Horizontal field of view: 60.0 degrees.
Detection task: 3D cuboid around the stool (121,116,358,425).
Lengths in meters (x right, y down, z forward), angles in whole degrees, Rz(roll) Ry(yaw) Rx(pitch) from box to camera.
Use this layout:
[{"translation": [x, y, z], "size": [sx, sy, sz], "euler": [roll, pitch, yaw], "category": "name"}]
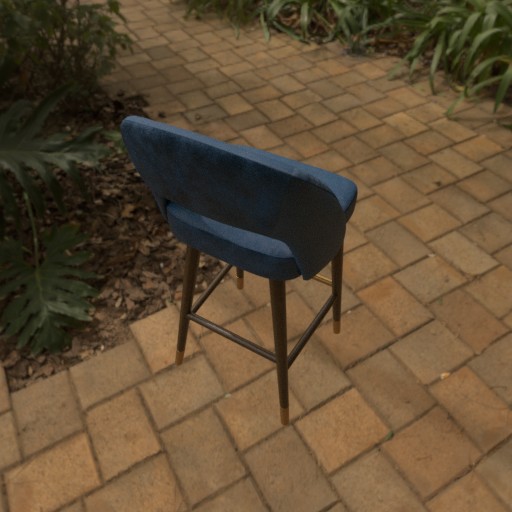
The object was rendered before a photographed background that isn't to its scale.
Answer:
[{"translation": [0.000, 0.000, 1.308], "size": [0.514, 1.016, 0.515], "euler": [23, 49, 21], "category": "stool"}]
